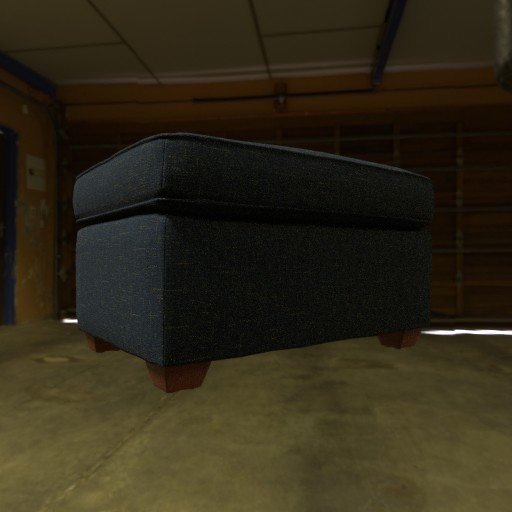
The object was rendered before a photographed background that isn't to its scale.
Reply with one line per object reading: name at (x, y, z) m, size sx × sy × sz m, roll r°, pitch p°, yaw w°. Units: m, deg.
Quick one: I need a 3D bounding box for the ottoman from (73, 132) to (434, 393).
ottoman at (0.000, 0.000, 1.080) m, size 0.749 × 0.450 × 0.549 m, roll 0°, pitch -1°, yaw -36°
